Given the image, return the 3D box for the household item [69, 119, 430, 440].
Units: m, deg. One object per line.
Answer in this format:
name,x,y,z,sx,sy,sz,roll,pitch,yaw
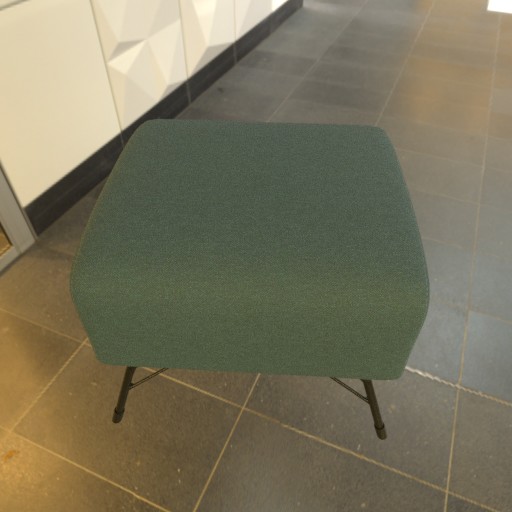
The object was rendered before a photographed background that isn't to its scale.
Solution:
household item,0.000,0.000,0.885,0.530,0.420,0.530,3,45,3
